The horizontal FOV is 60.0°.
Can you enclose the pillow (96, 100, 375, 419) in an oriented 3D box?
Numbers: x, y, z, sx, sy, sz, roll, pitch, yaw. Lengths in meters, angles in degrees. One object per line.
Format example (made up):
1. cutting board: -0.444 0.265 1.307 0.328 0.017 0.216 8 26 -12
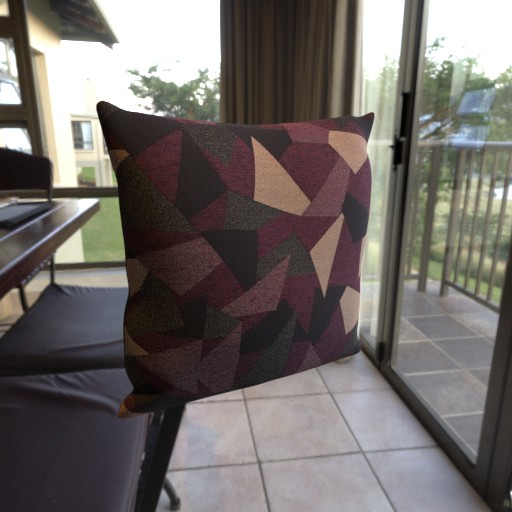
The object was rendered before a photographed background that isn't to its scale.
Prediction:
1. pillow: 0.000 0.000 0.765 0.503 0.496 0.208 -8 18 -26
